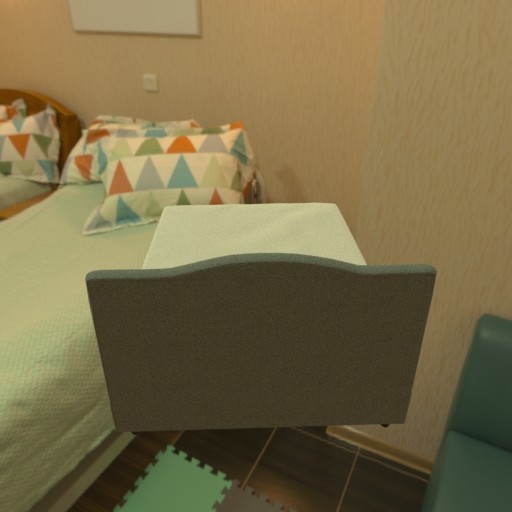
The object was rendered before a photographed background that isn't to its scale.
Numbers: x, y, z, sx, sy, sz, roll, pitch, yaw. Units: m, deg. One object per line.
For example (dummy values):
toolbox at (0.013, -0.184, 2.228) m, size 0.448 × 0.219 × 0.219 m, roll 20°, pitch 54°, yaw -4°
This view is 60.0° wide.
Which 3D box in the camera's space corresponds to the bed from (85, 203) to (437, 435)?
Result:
bed at (0.000, 0.000, 4.025) m, size 2.161 × 1.457 × 2.689 m, roll -1°, pitch 29°, yaw -2°
